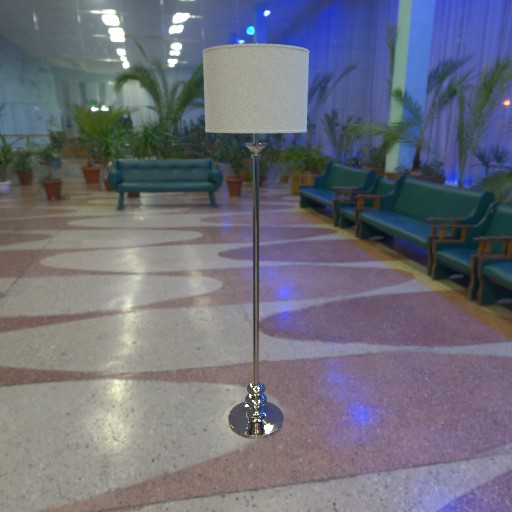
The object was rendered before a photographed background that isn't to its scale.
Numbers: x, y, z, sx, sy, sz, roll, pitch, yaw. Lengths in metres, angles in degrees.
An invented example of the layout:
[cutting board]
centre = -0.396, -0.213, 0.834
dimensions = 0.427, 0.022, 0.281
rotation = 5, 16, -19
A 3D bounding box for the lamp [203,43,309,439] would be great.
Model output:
[lamp]
centre = 0.000, 0.000, 1.702
dimensions = 0.356, 1.487, 0.356
rotation = -3, 17, -9
